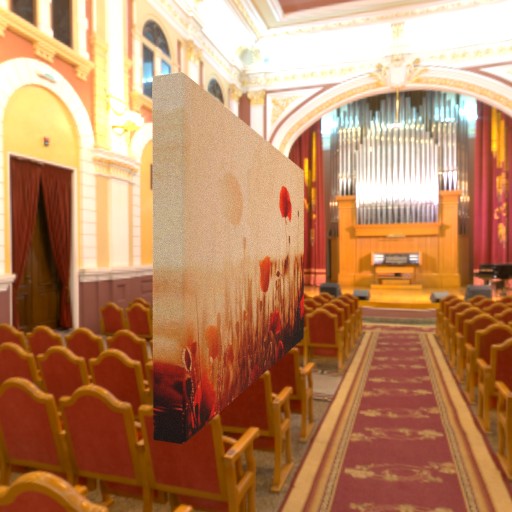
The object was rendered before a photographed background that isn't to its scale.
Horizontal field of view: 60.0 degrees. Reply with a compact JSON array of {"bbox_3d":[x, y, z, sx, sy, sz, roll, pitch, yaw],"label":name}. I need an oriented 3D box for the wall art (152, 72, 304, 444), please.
[{"bbox_3d":[0.000,0.000,0.774,0.040,0.402,0.613,0,1,18],"label":"wall art"}]
